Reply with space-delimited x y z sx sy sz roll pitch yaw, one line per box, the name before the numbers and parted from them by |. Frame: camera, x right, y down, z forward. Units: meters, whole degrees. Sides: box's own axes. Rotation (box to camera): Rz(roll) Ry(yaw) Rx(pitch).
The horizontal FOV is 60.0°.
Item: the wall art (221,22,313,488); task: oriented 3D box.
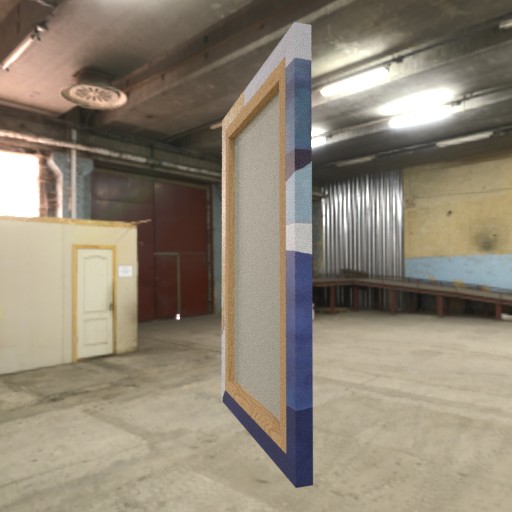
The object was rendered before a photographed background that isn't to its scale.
wall art | 0.000 0.000 1.160 0.039 0.911 0.607 1 -2 -18
